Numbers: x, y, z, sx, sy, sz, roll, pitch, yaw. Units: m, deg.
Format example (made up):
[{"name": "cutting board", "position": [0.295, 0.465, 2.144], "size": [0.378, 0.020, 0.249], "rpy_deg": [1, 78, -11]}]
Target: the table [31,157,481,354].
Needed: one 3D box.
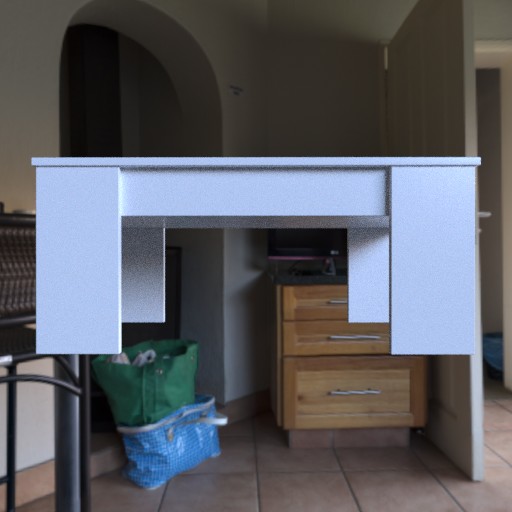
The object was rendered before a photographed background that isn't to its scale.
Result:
[{"name": "table", "position": [0.000, 0.000, 1.235], "size": [1.000, 0.440, 0.500], "rpy_deg": [0, 0, 0]}]
